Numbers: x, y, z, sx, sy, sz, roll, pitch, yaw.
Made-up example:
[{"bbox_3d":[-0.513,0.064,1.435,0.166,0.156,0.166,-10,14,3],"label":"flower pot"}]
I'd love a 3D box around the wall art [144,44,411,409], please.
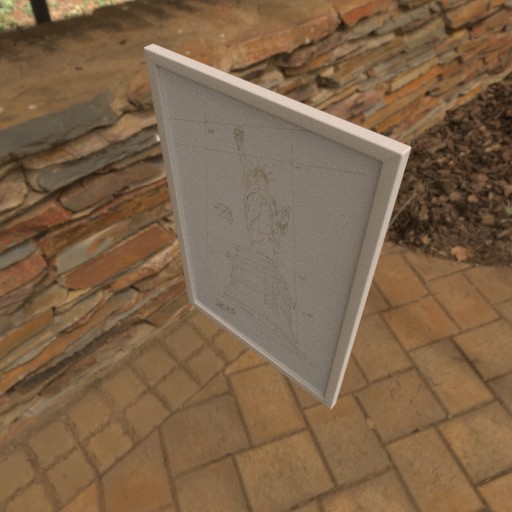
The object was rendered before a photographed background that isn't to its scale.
[{"bbox_3d":[0.000,0.000,1.035,0.556,0.813,0.026,32,55,27],"label":"wall art"}]
